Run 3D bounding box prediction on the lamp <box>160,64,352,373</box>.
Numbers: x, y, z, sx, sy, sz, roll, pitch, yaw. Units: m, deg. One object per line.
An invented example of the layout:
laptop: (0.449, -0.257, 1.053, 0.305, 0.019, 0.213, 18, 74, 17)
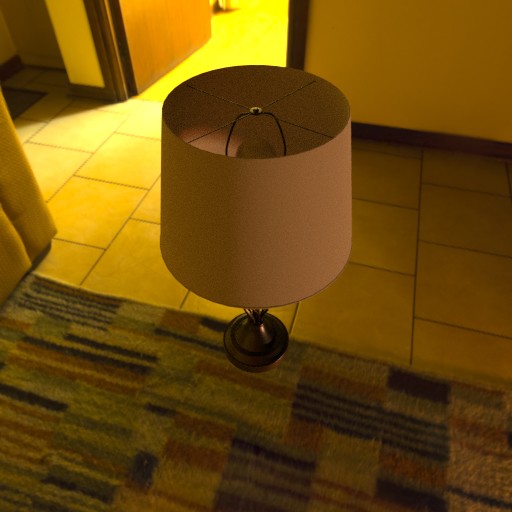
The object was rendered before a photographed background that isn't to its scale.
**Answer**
lamp: (0.000, 0.000, 0.813, 0.331, 0.594, 0.331, 0, 47, 0)
